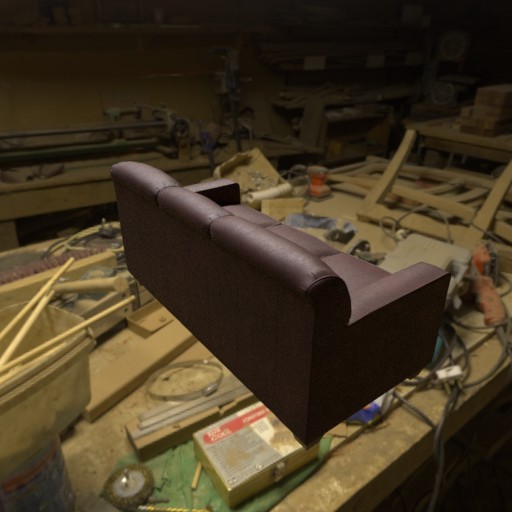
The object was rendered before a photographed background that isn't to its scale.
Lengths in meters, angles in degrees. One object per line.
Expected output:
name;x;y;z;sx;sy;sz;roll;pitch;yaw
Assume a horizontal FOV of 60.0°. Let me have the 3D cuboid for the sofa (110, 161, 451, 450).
sofa;0.000;0.000;2.724;1.008;0.953;2.039;-18;32;-32
